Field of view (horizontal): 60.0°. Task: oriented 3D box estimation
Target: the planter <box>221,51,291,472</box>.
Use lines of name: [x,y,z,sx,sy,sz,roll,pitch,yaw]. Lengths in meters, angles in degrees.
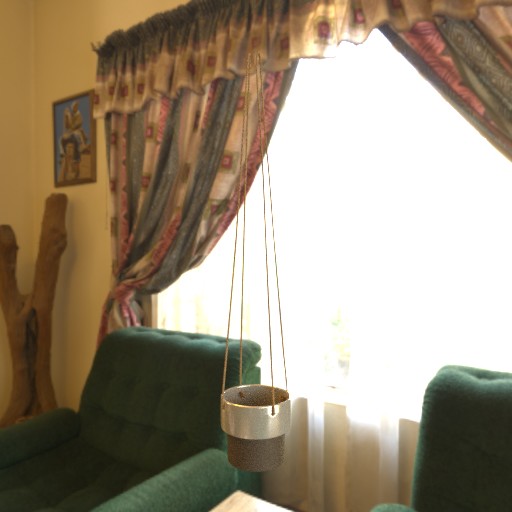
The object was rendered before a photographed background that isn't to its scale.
planter: [0.000,0.000,1.171,0.187,1.073,0.187,0,1,18]
